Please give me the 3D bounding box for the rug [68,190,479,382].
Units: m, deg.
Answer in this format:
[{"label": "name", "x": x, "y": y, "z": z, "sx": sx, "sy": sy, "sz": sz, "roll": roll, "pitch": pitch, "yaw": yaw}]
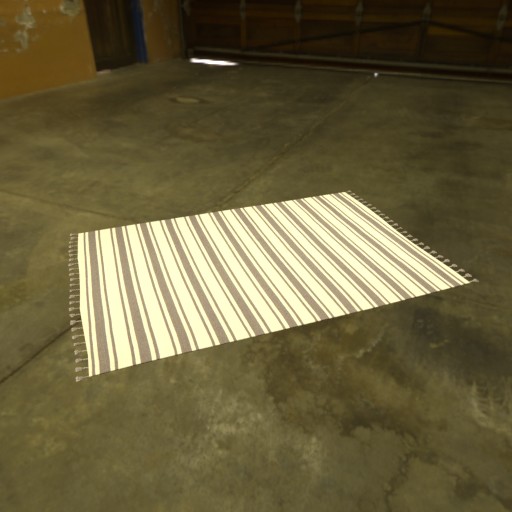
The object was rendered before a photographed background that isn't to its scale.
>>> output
[{"label": "rug", "x": 0.000, "y": 0.000, "z": 3.052, "sx": 2.425, "sy": 0.014, "sz": 1.563, "roll": -11, "pitch": 33, "yaw": -17}]
